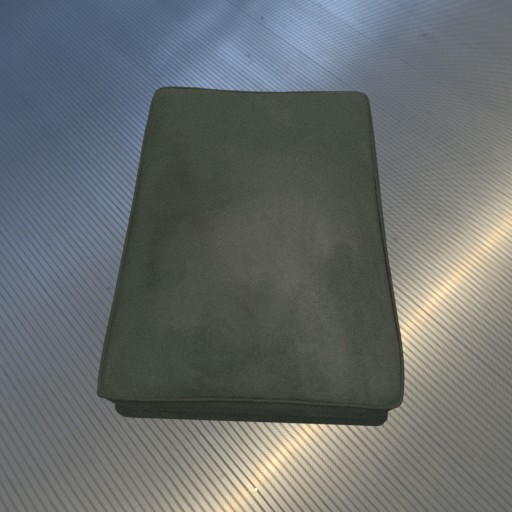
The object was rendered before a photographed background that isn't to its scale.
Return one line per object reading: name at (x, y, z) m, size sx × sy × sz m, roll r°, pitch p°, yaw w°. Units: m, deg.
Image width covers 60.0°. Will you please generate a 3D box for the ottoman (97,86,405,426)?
ottoman at (0.000, 0.000, 1.216) m, size 0.632 × 0.495 × 0.864 m, roll 2°, pitch 62°, yaw 1°
